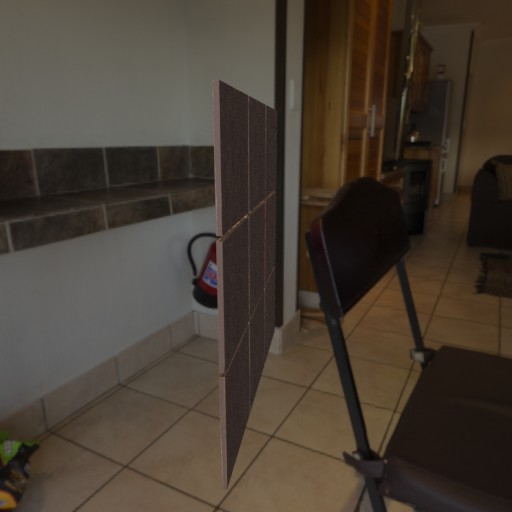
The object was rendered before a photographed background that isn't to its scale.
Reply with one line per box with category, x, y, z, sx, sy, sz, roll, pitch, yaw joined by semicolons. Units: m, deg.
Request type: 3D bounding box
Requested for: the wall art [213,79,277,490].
wall art;0.000;0.000;1.377;0.013;0.914;0.915;2;15;9
